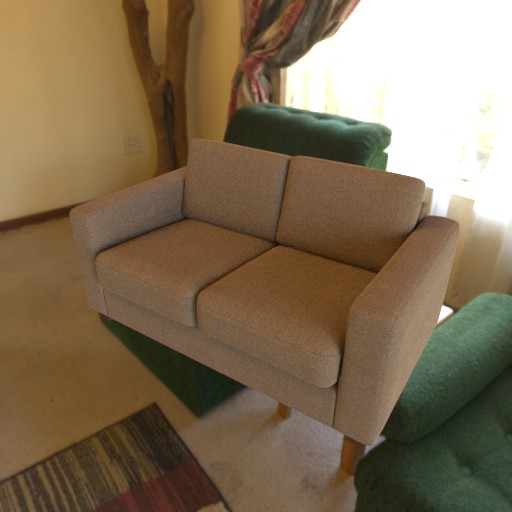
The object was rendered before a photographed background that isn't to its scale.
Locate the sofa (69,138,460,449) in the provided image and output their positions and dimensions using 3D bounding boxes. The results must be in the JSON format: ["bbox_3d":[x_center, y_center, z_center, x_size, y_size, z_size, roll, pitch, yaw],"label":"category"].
[{"bbox_3d":[0.000,0.000,2.001,1.520,0.800,0.900,18,33,29],"label":"sofa"}]
